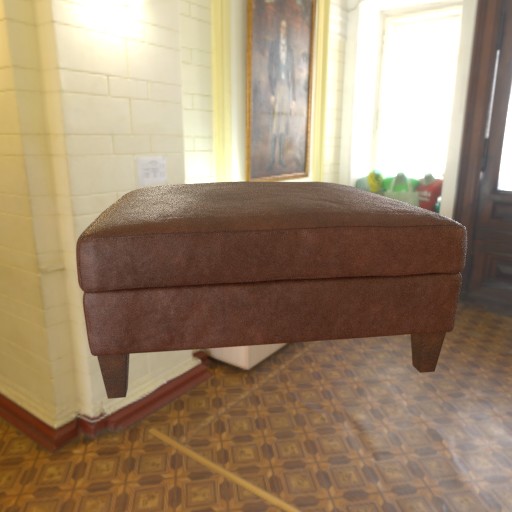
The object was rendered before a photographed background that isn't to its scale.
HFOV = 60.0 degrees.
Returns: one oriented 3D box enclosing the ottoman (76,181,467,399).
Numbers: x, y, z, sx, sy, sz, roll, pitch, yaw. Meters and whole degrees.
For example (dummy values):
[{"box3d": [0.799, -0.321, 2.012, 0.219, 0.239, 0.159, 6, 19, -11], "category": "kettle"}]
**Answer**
[{"box3d": [0.000, 0.000, 1.317, 0.844, 0.415, 0.836, -2, 15, -9], "category": "ottoman"}]
